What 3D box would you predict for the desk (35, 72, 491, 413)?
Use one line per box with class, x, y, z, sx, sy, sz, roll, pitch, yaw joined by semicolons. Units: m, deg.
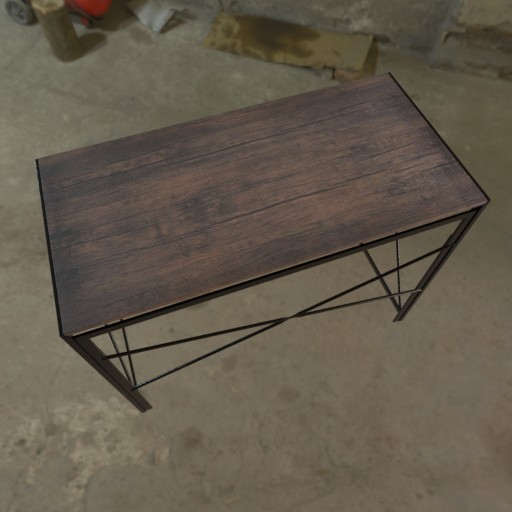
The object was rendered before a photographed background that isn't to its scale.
desk;0.000;0.000;1.416;1.015;0.747;0.505;-17;61;-10
